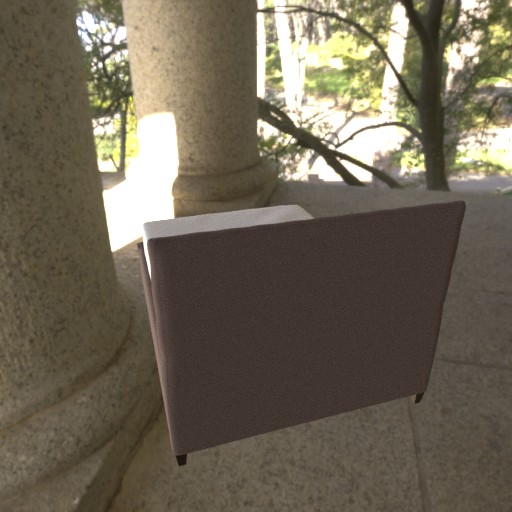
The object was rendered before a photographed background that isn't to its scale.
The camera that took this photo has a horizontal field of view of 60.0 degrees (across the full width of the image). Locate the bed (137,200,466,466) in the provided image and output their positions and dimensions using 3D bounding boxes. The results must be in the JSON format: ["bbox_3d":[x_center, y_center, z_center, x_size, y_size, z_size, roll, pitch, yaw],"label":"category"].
[{"bbox_3d":[0.000,0.000,3.383,1.696,1.426,2.233,-8,28,-16],"label":"bed"}]
